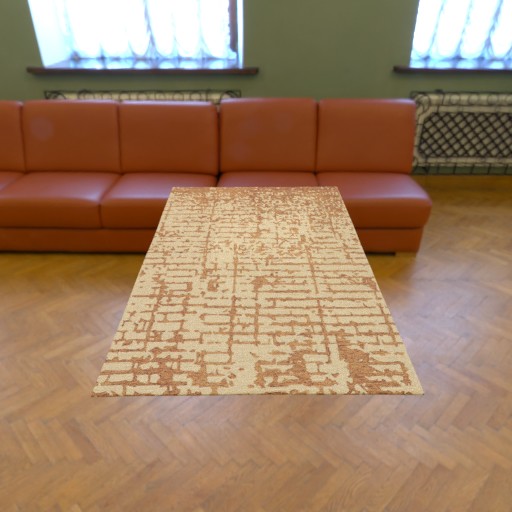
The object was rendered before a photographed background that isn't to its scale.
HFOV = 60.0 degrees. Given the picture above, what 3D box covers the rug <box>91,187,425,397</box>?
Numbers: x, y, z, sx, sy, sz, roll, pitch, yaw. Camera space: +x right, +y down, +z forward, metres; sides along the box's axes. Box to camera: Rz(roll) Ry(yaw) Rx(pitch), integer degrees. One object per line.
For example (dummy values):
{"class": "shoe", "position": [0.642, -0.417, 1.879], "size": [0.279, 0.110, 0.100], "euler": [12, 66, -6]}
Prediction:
{"class": "rug", "position": [0.000, 0.000, 3.049], "size": [1.517, 0.011, 2.435], "euler": [0, 31, 0]}
